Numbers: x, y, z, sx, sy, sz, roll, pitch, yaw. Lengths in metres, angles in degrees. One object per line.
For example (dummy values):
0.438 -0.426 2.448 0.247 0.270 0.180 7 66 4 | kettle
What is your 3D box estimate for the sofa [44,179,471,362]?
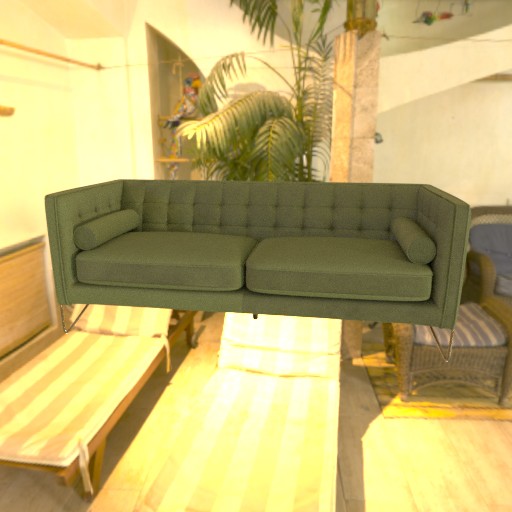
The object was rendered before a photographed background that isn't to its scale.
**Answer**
0.000 0.000 2.591 2.087 0.789 0.867 2 15 9 | sofa
